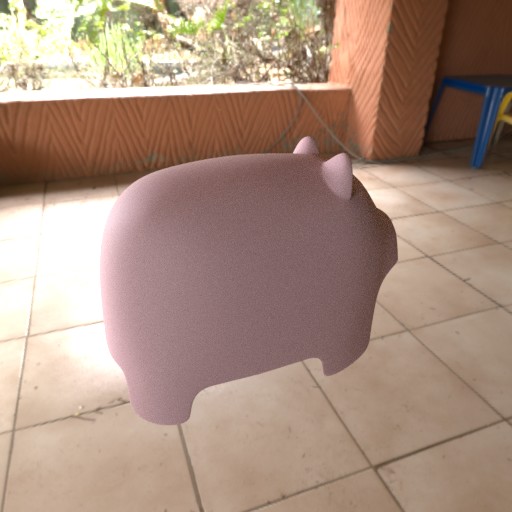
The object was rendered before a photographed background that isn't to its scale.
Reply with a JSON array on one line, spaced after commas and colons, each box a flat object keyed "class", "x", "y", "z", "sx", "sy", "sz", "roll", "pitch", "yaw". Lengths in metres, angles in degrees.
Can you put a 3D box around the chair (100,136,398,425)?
[{"class": "chair", "x": 0.000, "y": 0.000, "z": 0.893, "sx": 0.619, "sy": 0.423, "sz": 0.364, "roll": -10, "pitch": 30, "yaw": -18}]
